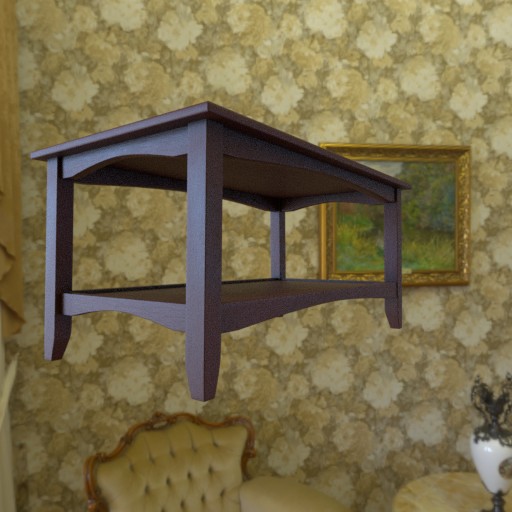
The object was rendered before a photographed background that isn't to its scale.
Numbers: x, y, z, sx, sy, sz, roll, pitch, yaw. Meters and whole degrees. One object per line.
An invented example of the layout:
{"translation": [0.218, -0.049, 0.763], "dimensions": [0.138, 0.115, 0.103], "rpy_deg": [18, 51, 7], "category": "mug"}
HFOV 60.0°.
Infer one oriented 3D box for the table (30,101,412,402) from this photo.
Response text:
{"translation": [0.000, 0.000, 1.189], "dimensions": [0.533, 0.456, 0.943], "rpy_deg": [0, 0, 37], "category": "table"}
